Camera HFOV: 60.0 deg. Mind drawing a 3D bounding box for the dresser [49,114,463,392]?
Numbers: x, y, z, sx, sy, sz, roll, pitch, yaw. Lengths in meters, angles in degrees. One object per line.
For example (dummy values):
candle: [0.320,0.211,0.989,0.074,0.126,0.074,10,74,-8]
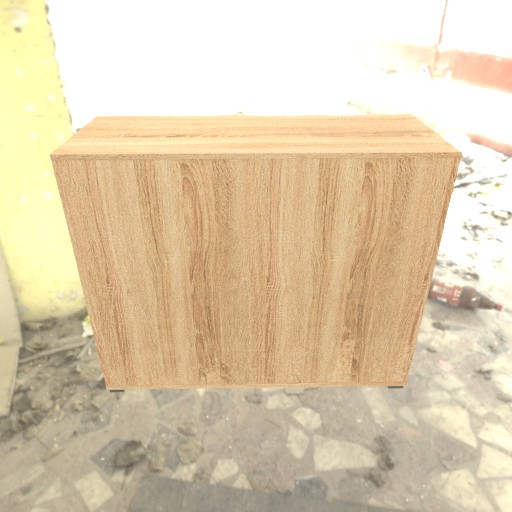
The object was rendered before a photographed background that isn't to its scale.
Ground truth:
dresser: [0.000,0.000,1.601,1.100,0.900,0.450,-1,31,-1]
